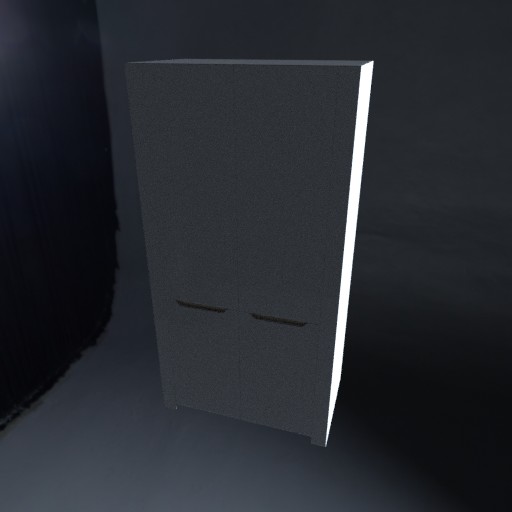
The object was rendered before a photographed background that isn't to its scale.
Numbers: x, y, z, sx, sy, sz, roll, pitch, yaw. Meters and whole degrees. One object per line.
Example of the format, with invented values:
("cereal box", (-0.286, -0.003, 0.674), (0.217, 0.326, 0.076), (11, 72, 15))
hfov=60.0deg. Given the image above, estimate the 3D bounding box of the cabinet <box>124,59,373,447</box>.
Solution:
("cabinet", (0.000, 0.000, 2.391), (0.980, 1.920, 0.580), (8, 27, 16))
